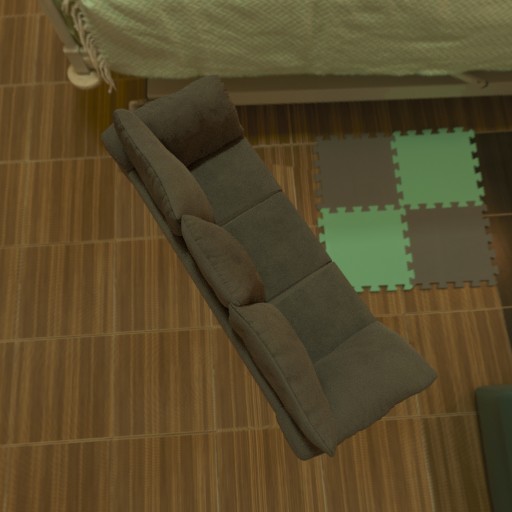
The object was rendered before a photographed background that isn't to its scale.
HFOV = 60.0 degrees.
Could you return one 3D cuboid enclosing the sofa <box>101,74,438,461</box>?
[{"bbox_3d":[0.000,0.000,2.797,0.878,1.073,2.336,-32,78,-8],"label":"sofa"}]
